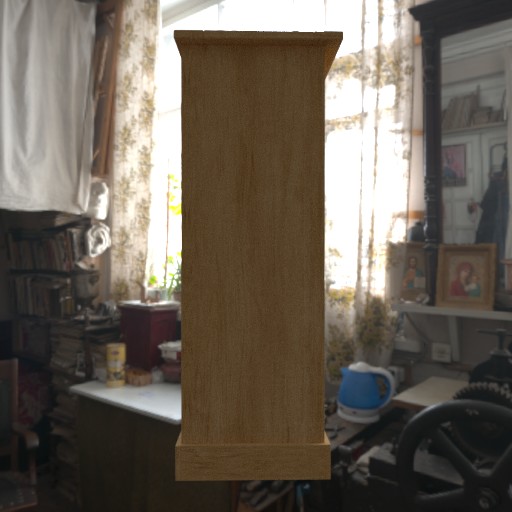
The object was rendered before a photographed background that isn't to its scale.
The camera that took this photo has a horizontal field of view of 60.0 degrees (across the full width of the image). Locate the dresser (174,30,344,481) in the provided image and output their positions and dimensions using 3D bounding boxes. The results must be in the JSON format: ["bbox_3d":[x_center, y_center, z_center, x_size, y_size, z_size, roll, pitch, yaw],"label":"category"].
[{"bbox_3d":[0.000,0.000,1.723,0.485,1.300,0.915,0,0,-1],"label":"dresser"}]
